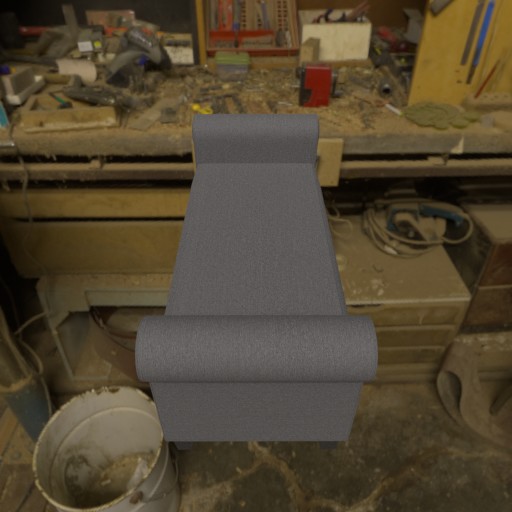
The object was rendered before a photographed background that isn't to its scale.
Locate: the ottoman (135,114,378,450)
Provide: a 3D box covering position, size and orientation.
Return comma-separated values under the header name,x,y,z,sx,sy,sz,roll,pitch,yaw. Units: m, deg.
name,x,y,z,sx,sy,sz,roll,pitch,yaw
ottoman,0.000,0.000,1.539,0.521,0.547,1.256,0,40,0
